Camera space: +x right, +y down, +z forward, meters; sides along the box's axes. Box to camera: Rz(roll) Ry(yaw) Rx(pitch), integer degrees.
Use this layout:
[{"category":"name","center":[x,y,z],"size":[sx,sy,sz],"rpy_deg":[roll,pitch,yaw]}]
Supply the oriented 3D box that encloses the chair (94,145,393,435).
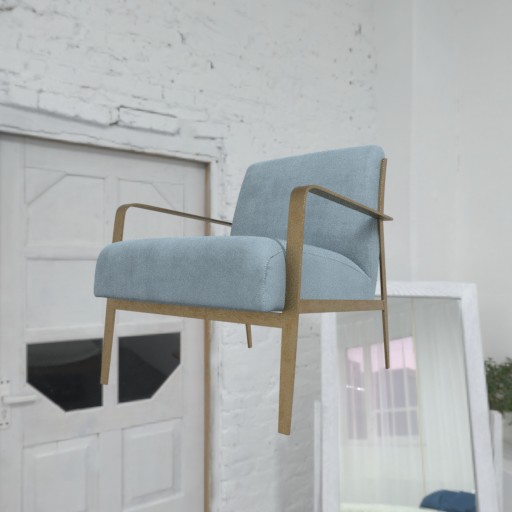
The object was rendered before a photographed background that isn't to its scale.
[{"category":"chair","center":[0.000,0.000,1.482],"size":[0.701,0.824,0.842],"rpy_deg":[0,0,35]}]
